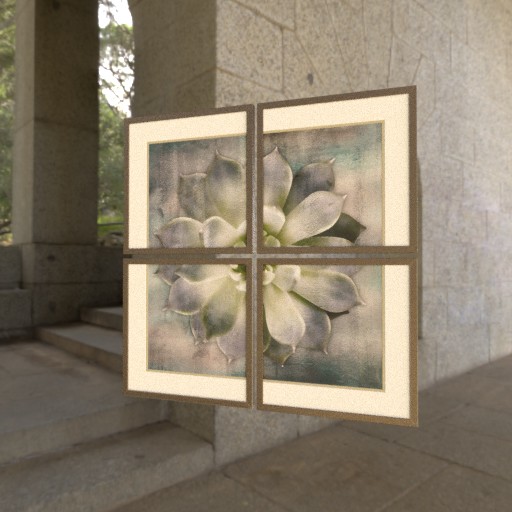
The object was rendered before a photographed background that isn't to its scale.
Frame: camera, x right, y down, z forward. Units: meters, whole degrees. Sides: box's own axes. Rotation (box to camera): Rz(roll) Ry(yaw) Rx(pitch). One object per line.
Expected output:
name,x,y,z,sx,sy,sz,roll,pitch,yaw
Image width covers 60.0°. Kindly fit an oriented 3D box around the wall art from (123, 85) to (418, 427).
wall art,0.000,0.000,1.508,1.032,1.032,0.030,0,-1,18
